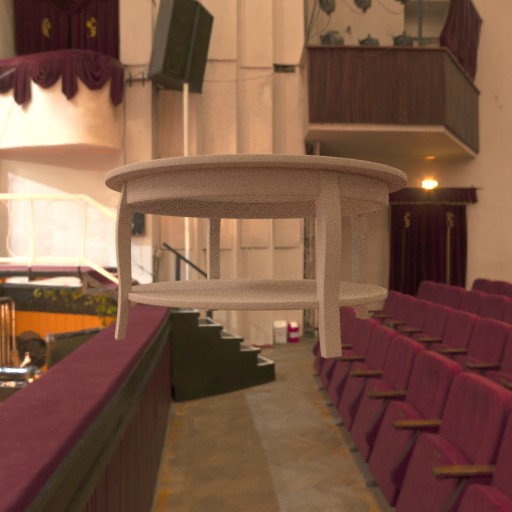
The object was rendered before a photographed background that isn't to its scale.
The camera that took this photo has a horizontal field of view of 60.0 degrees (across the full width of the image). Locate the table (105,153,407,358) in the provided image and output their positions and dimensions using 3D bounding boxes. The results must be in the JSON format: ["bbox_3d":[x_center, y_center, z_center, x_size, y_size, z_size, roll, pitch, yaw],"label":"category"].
[{"bbox_3d":[0.000,0.000,1.413,0.910,0.457,0.910,0,1,0],"label":"table"}]
